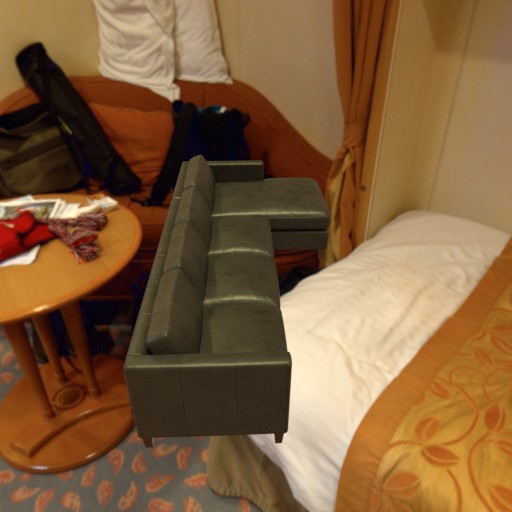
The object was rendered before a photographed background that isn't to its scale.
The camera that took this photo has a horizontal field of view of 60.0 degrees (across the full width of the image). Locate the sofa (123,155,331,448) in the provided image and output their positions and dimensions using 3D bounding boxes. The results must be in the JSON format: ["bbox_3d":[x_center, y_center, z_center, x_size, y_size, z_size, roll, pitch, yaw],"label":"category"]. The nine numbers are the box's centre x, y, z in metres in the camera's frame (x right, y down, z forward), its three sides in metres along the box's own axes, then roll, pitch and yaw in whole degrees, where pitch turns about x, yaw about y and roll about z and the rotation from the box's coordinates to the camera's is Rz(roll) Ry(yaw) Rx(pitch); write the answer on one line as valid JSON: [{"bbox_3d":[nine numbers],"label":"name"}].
[{"bbox_3d":[0.000,0.000,3.943,1.581,0.883,3.203,-1,32,-2],"label":"sofa"}]
